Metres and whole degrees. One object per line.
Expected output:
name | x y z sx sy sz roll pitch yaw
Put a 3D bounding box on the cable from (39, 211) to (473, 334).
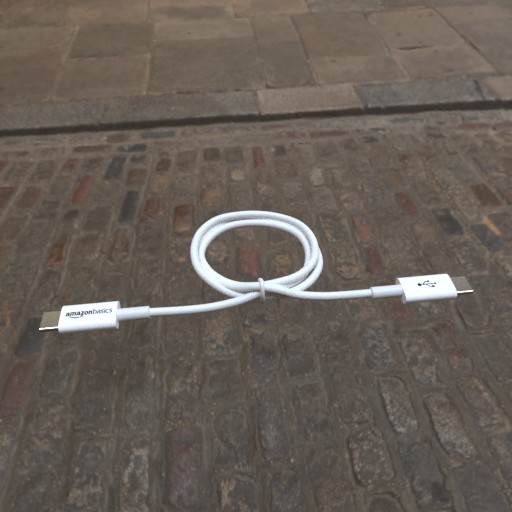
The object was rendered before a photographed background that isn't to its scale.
cable | 0.000 0.000 0.226 0.203 0.014 0.070 -5 47 -4
